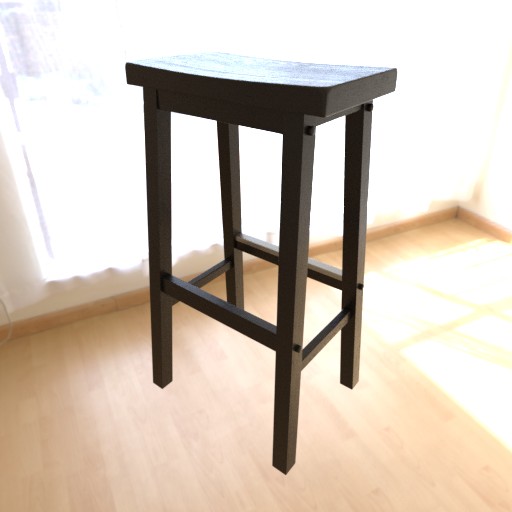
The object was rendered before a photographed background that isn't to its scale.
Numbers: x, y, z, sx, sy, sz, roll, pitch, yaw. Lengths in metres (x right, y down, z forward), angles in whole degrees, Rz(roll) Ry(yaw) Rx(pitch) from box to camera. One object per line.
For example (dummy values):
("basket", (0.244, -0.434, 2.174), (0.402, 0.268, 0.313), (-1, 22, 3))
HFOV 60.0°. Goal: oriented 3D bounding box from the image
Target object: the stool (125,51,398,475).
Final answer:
("stool", (0.000, 0.000, 0.928), (0.406, 0.742, 0.322), (22, 37, 32))
